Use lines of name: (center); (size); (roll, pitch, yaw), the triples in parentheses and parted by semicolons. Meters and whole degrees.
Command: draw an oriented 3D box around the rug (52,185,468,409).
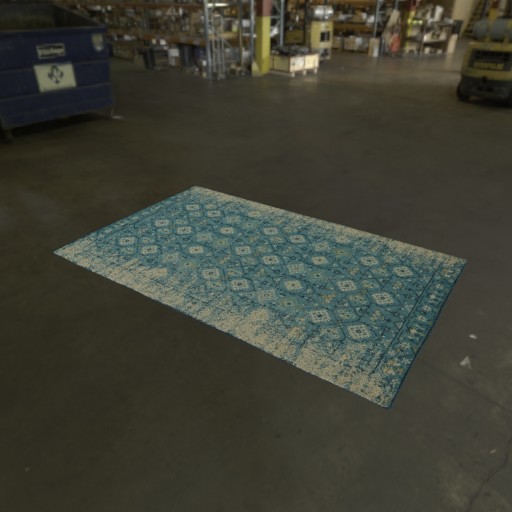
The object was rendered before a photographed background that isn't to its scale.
rug: (0.000, 0.000, 3.053); (2.449, 0.015, 1.530); (19, 35, 29)
